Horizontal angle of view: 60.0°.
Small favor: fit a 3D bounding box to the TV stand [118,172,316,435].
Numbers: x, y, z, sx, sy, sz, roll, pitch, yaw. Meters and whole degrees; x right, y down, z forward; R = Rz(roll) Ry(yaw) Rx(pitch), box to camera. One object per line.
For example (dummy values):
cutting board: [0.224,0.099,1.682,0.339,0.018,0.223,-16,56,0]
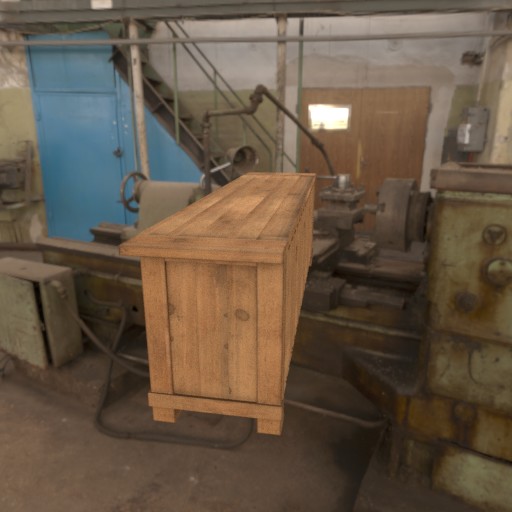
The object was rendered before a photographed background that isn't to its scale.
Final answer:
TV stand: [0.000,0.000,2.054,0.453,0.573,1.804,3,17,10]
